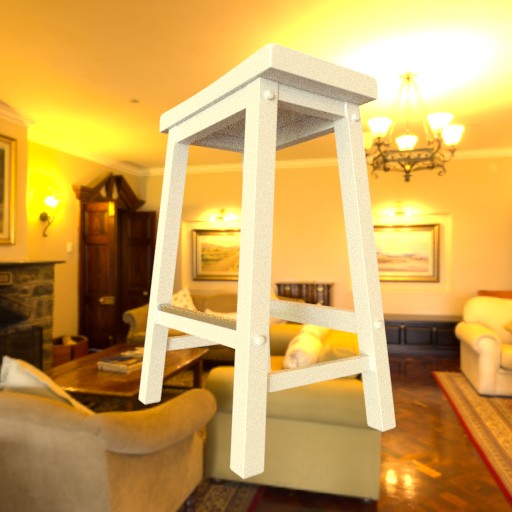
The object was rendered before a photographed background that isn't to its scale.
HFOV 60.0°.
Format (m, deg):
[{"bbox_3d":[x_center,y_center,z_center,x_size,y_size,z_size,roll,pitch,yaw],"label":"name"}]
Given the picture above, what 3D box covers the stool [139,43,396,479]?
[{"bbox_3d":[0.000,0.000,0.860,0.322,0.610,0.406,0,0,-35],"label":"stool"}]
